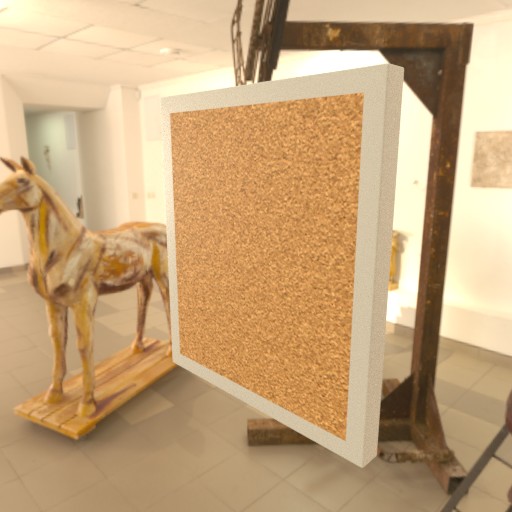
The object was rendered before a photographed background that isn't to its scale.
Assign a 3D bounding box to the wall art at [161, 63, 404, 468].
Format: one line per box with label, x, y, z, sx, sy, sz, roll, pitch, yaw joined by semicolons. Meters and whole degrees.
wall art;0.000;0.000;0.525;0.331;0.381;0.028;13;18;43
